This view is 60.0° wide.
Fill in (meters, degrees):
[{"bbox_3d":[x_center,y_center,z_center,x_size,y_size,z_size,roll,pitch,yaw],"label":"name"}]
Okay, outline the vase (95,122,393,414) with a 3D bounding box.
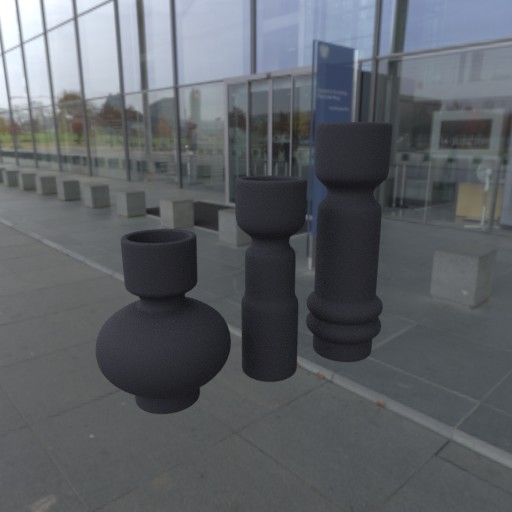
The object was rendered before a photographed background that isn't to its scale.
[{"bbox_3d":[0.000,0.000,0.428,0.307,0.249,0.120,-8,17,-27],"label":"vase"}]
